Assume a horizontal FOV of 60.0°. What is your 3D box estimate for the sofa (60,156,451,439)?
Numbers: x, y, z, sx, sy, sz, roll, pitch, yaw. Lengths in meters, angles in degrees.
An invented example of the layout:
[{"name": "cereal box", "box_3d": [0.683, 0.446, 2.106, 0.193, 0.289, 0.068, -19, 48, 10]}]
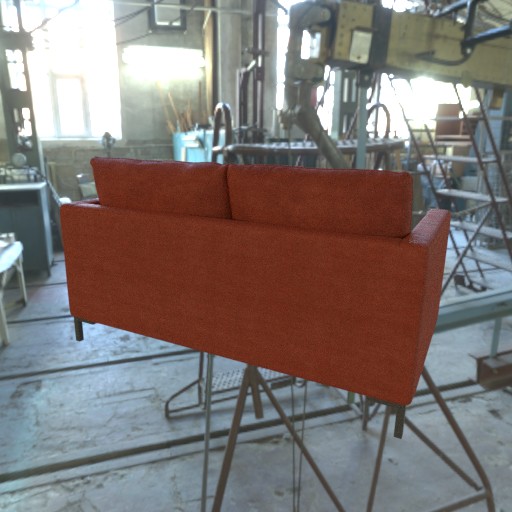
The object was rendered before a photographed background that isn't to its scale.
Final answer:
[{"name": "sofa", "box_3d": [0.000, 0.000, 2.052, 1.574, 0.896, 0.864, 8, 17, 26]}]
